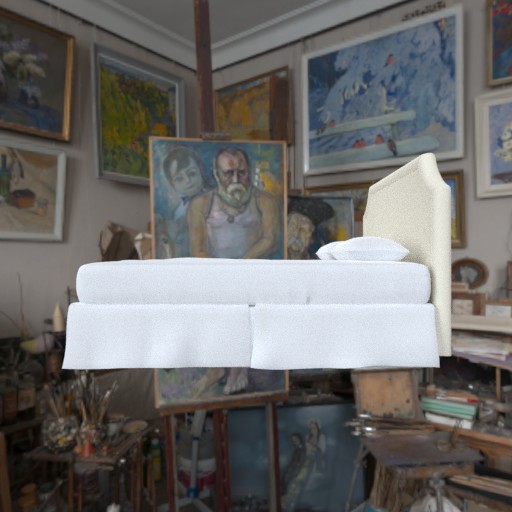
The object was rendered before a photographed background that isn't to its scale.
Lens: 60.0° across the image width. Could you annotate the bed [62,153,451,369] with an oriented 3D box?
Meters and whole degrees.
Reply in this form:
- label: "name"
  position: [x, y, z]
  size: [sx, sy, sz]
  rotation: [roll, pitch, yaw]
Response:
- label: "bed"
  position: [0.000, 0.000, 4.222]
  size: [2.773, 1.590, 2.350]
  rotation: [0, 0, 0]
